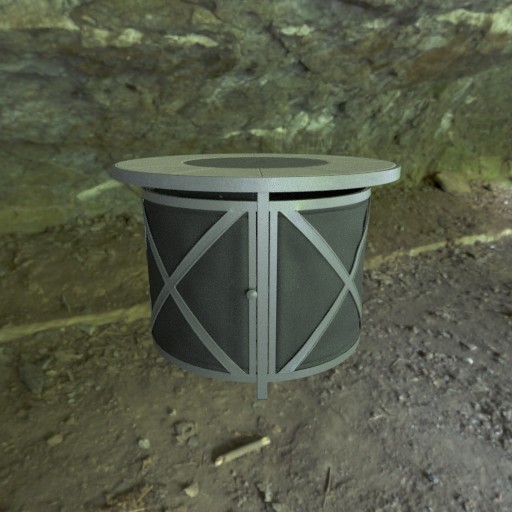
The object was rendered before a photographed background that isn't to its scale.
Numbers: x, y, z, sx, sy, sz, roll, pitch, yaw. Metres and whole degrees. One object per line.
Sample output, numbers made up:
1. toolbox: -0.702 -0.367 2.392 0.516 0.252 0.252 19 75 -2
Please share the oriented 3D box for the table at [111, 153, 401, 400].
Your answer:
1. table: 0.000 0.000 1.557 0.914 0.650 0.914 0 16 0
